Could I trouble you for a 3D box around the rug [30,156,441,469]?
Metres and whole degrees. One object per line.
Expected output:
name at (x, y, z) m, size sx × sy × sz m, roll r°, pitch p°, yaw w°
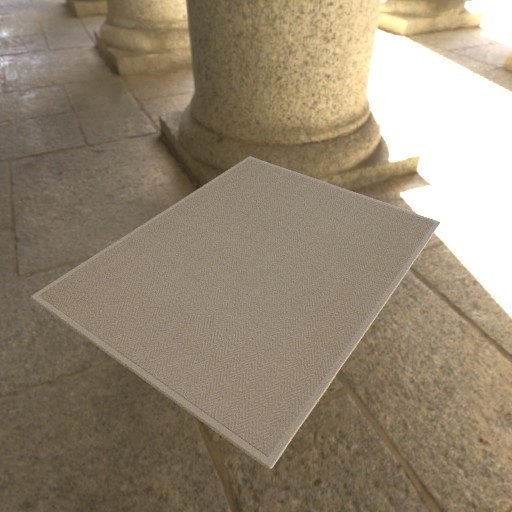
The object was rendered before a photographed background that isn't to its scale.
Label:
rug at (0.000, 0.000, 4.057) m, size 2.407 × 0.020 × 3.051 m, roll 25°, pitch 46°, yaw 27°
